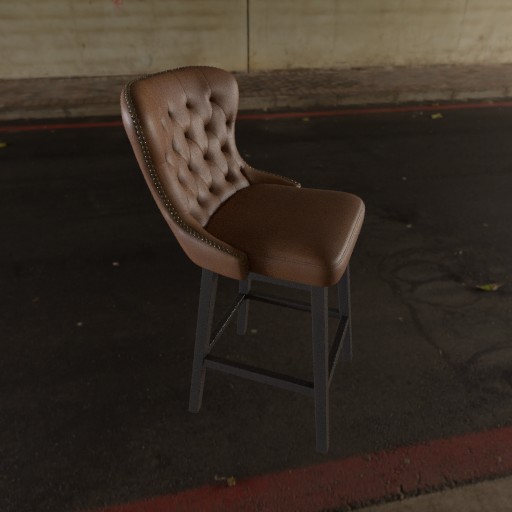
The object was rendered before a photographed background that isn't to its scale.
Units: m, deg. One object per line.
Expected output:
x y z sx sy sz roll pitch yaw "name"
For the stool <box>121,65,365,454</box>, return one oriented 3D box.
0.000 0.000 1.292 0.593 0.971 0.528 11 32 18 "stool"
